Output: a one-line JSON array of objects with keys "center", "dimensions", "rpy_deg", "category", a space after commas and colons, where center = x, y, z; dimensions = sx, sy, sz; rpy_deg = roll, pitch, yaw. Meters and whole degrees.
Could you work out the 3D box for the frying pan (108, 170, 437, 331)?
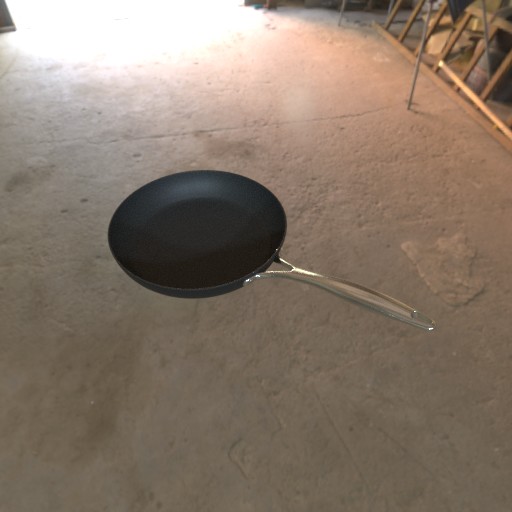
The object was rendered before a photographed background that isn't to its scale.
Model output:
[{"center": [0.000, 0.000, 0.589], "dimensions": [0.472, 0.105, 0.255], "rpy_deg": [31, 54, 27], "category": "frying pan"}]
